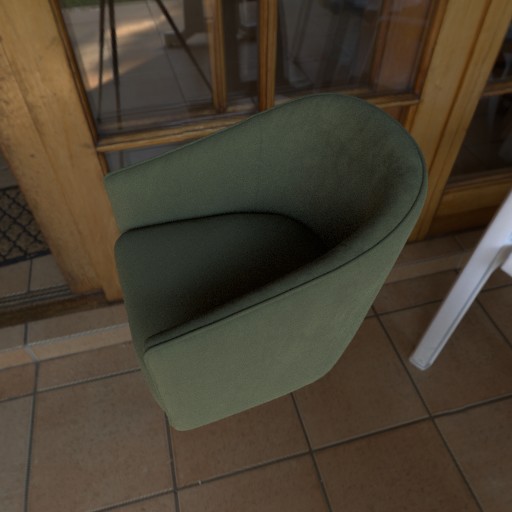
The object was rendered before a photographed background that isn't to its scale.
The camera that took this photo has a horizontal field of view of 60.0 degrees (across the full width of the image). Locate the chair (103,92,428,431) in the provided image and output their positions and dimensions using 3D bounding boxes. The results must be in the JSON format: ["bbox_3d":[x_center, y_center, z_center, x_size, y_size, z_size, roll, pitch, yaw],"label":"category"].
[{"bbox_3d":[0.000,0.000,1.436,0.875,0.799,0.747,-15,49,-14],"label":"chair"}]
